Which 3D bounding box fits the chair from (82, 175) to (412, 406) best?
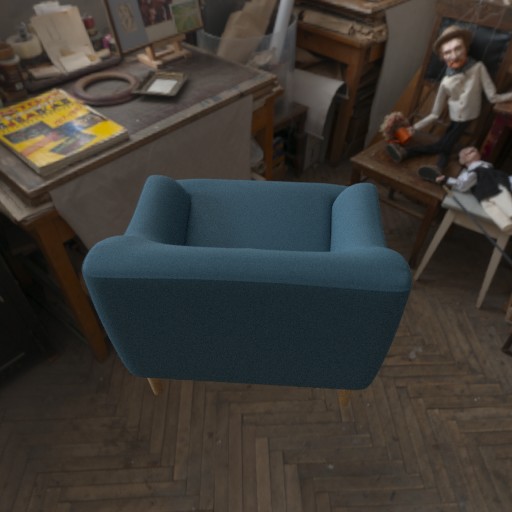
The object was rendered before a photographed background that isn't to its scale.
[{"bbox_3d":[0.000,0.000,1.652,0.946,0.818,0.951,3,45,3],"label":"chair"}]
